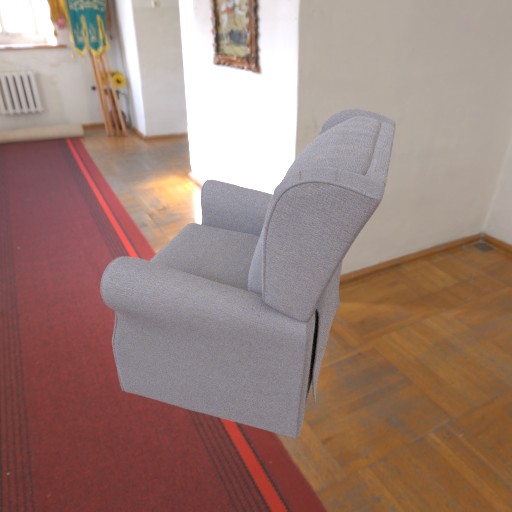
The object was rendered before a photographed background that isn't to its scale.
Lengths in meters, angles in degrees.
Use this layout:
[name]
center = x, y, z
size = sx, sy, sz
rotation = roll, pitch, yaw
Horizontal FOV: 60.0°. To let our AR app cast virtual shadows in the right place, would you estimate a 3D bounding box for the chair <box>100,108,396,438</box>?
[chair]
center = 0.000, 0.000, 1.663
size = 0.854, 0.966, 0.906
rotation = 9, 31, 15
